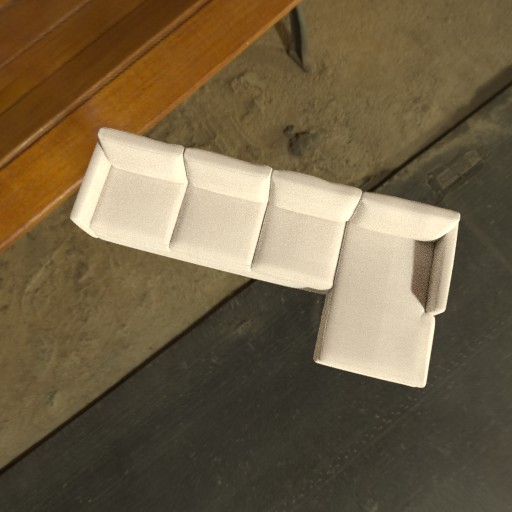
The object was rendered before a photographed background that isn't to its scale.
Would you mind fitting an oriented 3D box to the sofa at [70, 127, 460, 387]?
[{"bbox_3d":[0.000,0.000,2.919,2.445,0.677,1.126,14,77,3],"label":"sofa"}]
